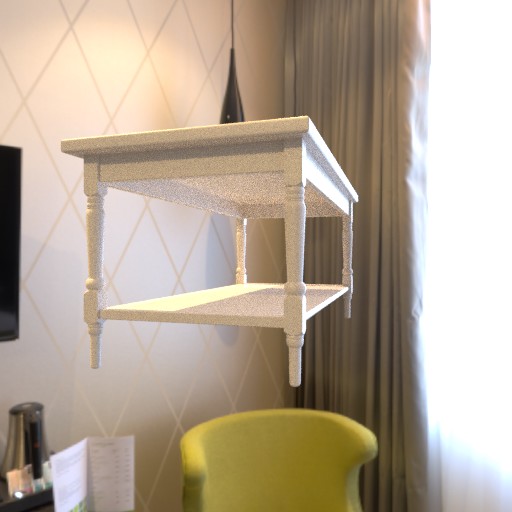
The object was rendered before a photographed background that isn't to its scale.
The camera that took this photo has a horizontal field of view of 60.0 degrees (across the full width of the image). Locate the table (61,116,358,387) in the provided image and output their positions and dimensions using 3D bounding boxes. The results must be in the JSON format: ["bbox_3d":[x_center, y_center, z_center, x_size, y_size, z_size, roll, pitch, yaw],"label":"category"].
[{"bbox_3d":[0.000,0.000,1.415,0.550,0.510,1.107,0,0,17],"label":"table"}]
